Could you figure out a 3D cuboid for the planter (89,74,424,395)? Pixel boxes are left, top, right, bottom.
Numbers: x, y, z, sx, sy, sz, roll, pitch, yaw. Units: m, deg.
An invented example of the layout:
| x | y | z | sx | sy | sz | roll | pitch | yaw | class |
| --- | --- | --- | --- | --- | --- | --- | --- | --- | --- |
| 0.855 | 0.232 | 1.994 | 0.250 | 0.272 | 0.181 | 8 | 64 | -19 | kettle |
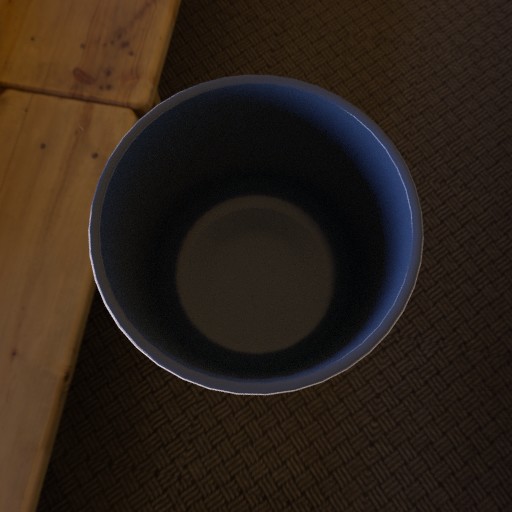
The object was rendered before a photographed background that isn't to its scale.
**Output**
| x | y | z | sx | sy | sz | roll | pitch | yaw | class |
| --- | --- | --- | --- | --- | --- | --- | --- | --- | --- |
| 0.000 | 0.000 | 0.318 | 0.182 | 0.165 | 0.182 | 0 | 76 | 0 | planter |
